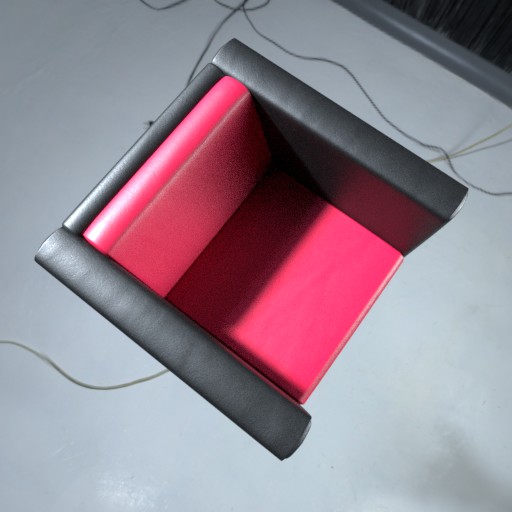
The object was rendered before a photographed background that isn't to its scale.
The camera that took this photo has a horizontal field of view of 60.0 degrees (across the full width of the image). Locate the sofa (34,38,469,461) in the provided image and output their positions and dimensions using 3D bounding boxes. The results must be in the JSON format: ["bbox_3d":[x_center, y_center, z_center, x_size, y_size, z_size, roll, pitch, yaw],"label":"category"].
[{"bbox_3d":[0.000,0.000,1.464,0.809,0.724,0.839,36,78,9],"label":"sofa"}]
